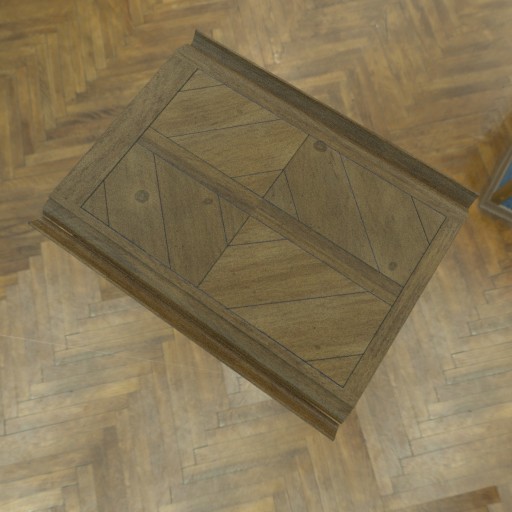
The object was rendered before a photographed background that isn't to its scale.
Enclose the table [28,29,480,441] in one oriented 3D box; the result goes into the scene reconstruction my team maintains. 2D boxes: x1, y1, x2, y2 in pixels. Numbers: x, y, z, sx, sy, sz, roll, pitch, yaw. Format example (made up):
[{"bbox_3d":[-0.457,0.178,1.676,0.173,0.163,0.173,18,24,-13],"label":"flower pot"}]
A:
[{"bbox_3d":[0.000,0.000,1.289,0.746,0.763,0.591,33,77,9],"label":"table"}]
